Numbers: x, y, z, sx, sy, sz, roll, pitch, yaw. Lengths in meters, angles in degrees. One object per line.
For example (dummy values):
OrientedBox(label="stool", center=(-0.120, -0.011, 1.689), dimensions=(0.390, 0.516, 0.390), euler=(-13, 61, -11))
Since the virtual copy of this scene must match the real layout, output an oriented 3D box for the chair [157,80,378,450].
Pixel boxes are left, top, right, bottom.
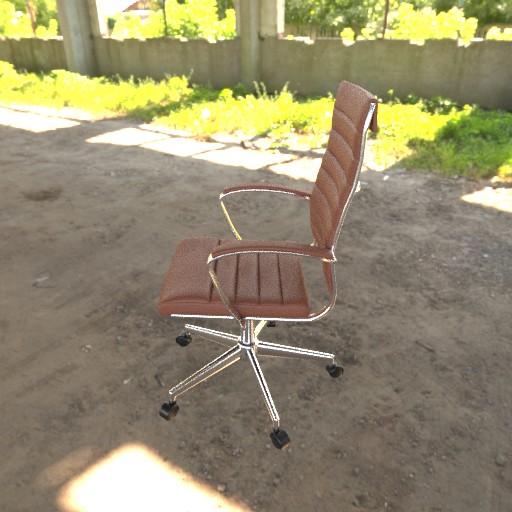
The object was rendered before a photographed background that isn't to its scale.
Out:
OrientedBox(label="chair", center=(0.000, 0.000, 1.614), dimensions=(0.739, 1.149, 0.766), euler=(0, 27, 0))
